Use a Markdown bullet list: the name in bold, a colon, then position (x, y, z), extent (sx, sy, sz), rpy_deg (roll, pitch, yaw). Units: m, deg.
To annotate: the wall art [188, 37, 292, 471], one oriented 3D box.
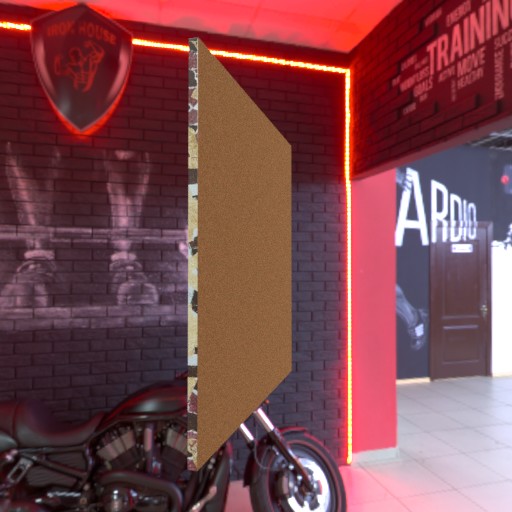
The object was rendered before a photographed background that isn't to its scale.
- **wall art**: position (0.000, 0.000, 0.609), extent (0.010, 0.406, 0.404), rpy_deg (0, -1, 17)
